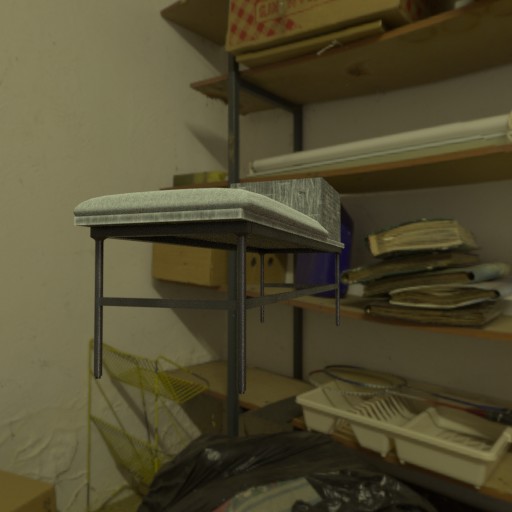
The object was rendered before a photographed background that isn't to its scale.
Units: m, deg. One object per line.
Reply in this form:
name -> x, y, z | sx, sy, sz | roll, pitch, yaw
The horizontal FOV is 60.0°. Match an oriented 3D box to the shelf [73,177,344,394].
shelf -> 0.000, 0.000, 1.606 | 0.457, 0.633, 1.342 | -1, -2, 20
